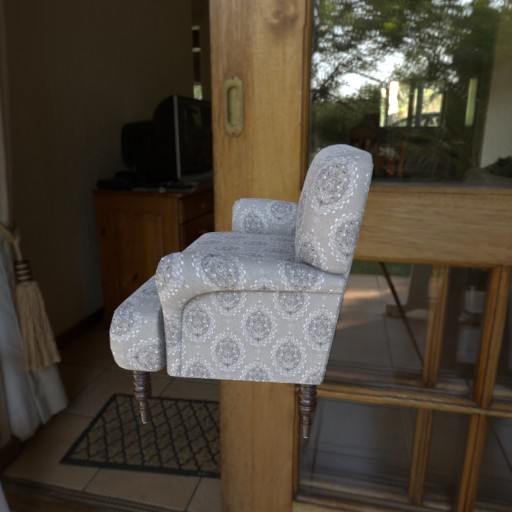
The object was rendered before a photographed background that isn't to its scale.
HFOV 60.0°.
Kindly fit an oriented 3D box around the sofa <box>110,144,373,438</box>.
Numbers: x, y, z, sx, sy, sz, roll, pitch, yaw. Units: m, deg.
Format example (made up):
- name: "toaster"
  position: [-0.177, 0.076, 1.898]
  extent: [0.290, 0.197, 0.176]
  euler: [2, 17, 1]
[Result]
- name: "sofa"
  position: [0.000, 0.000, 1.851]
  extent: [0.779, 0.889, 1.297]
  euler: [2, 15, 8]
